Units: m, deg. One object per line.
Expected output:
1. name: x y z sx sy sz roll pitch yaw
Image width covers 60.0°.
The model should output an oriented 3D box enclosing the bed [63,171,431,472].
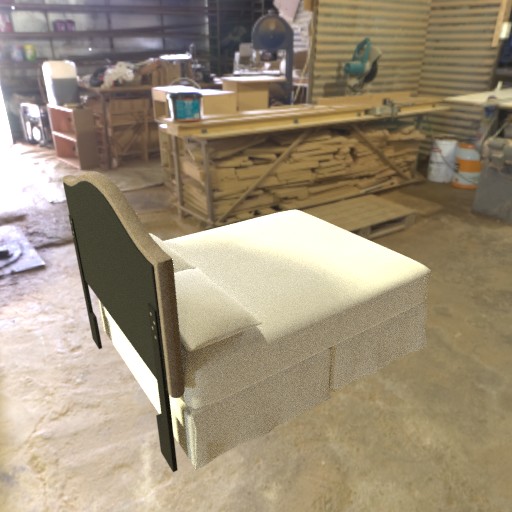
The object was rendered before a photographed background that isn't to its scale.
1. bed: 0.000 0.000 3.246 2.153 1.518 1.713 -17 31 -31
